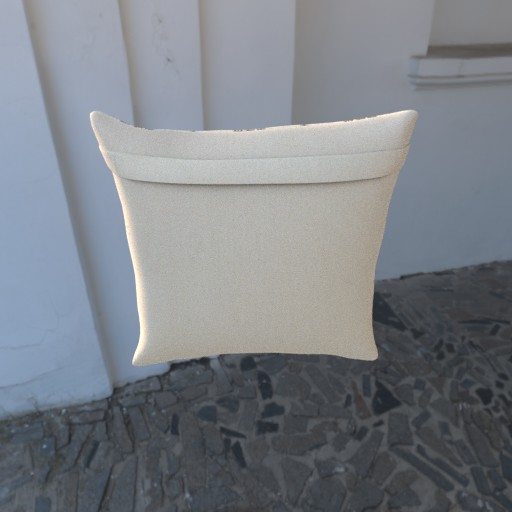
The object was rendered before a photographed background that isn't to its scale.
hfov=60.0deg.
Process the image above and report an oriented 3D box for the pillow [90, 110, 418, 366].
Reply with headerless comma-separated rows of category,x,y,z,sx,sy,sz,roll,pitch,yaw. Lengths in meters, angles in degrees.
pillow,0.000,0.000,0.638,0.405,0.406,0.173,-1,29,-2
